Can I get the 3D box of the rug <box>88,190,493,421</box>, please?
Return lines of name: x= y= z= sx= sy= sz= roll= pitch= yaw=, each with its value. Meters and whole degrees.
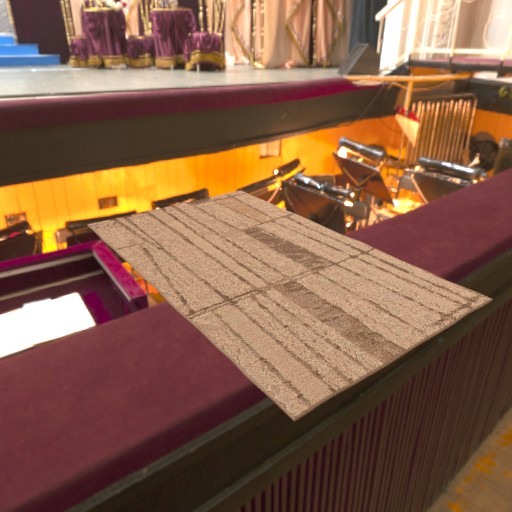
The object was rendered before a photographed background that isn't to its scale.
rug: x=0.000 y=0.000 z=1.042 sx=0.515 sy=0.007 sz=0.867 roll=-18 pitch=31 yaw=-32
